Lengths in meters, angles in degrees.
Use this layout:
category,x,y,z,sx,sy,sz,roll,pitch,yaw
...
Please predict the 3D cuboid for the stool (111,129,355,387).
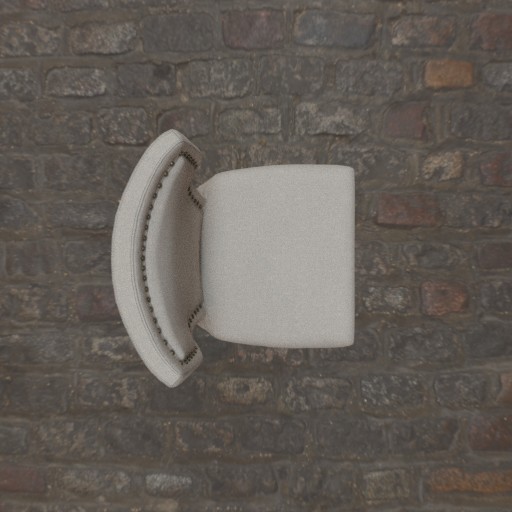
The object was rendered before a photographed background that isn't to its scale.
category,x,y,z,sx,sy,sz,roll,pitch,yaw
stool,0.000,0.000,1.396,0.563,1.092,0.526,0,91,0
